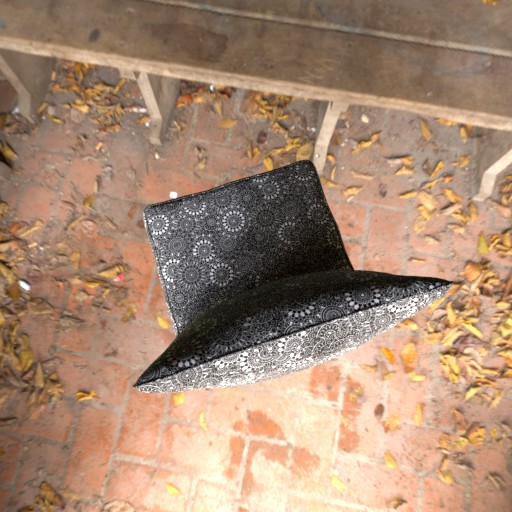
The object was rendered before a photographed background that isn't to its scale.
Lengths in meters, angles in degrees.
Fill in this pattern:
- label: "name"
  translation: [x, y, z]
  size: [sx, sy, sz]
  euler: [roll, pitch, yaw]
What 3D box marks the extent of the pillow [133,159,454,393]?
- label: "pillow"
  translation: [0.000, 0.000, 1.395]
  size: [0.798, 0.722, 0.740]
  euler: [-17, 76, -4]
